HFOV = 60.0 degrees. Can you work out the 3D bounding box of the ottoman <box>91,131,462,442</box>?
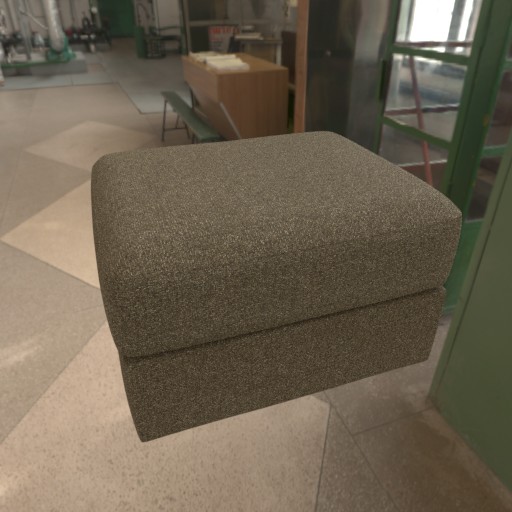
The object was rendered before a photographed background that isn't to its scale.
[{"bbox_3d":[0.000,0.000,1.116,0.742,0.476,0.598,-10,33,-17],"label":"ottoman"}]
